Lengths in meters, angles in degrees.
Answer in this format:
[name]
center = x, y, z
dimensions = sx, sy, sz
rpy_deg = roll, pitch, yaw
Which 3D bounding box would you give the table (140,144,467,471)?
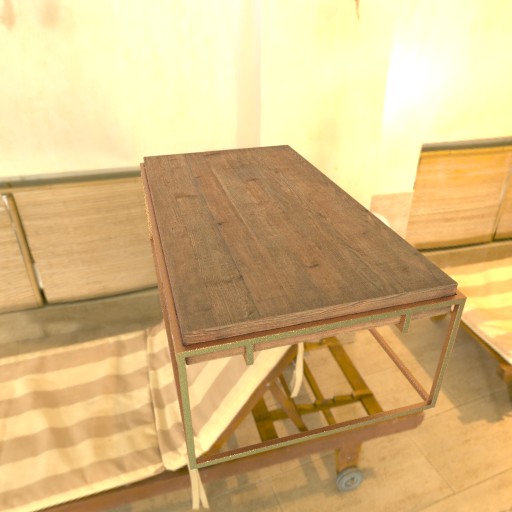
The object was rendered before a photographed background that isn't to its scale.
[table]
center = 0.000, 0.000, 1.767
dimensions = 0.775, 0.468, 1.387
rpy_deg = -8, 31, -14
